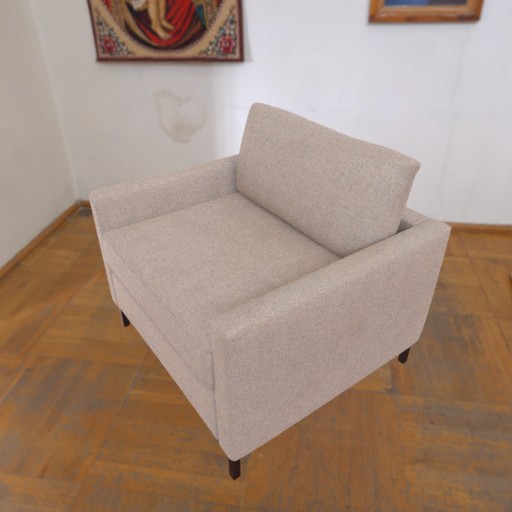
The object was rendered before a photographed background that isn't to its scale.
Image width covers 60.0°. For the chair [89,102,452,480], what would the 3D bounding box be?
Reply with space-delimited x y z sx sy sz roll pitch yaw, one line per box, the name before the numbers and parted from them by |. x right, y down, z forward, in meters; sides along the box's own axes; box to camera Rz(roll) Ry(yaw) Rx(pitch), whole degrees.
chair | 0.000 0.000 1.597 0.866 0.861 0.963 -22 39 -30
